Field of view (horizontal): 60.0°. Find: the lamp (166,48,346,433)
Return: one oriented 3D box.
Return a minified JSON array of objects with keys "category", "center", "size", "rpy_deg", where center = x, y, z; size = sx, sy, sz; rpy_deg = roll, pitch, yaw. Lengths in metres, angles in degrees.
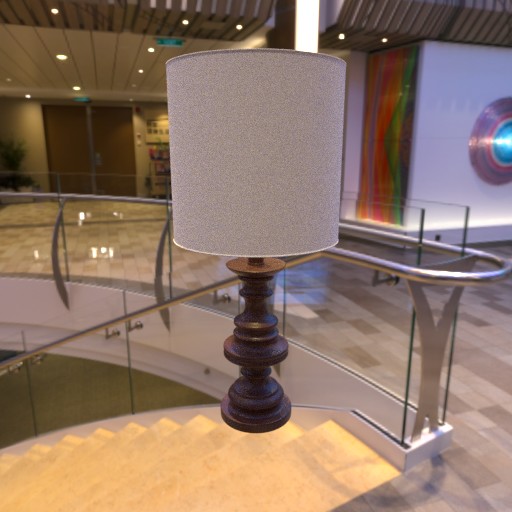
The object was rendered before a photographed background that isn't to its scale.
[{"category":"lamp","center":[0.000,0.000,0.575],"size":[0.208,0.455,0.208],"rpy_deg":[7,15,25]}]
